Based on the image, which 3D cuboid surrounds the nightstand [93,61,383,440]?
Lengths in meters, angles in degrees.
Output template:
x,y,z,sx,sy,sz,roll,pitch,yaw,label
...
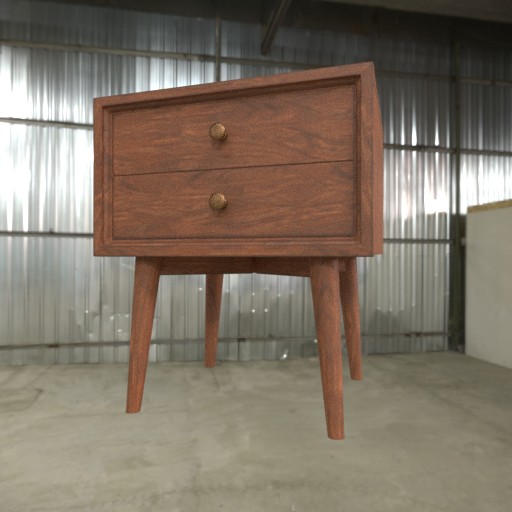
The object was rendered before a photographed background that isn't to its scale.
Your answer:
x,y,z,sx,sy,sz,roll,pitch,yaw,label
0.000,0.000,0.970,0.521,0.607,0.445,0,0,18,nightstand
